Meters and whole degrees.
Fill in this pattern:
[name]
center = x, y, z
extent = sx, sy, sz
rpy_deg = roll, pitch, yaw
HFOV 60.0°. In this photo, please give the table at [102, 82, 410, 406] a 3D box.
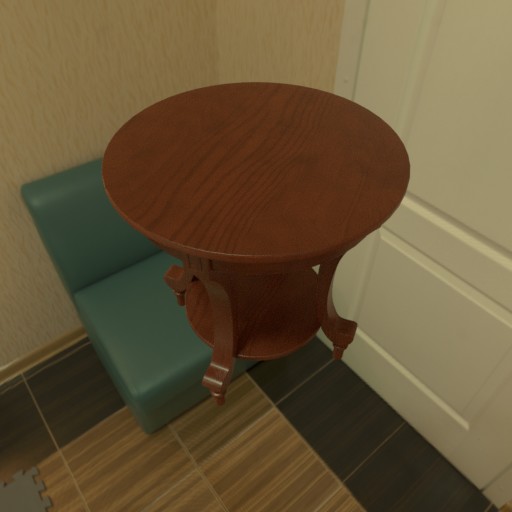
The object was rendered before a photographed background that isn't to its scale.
[table]
center = 0.000, 0.000, 1.098
extent = 0.597, 0.612, 0.597
rpy_deg = 0, 46, 0
